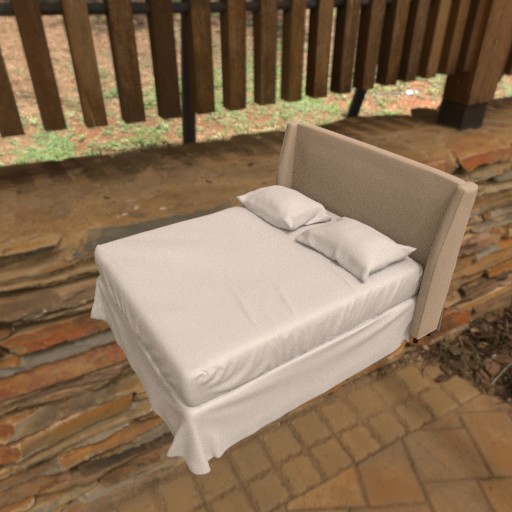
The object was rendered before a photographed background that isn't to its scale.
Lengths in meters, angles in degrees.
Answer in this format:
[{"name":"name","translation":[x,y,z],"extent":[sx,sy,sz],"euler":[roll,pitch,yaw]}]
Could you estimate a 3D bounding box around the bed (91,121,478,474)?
[{"name":"bed","translation":[0.000,0.000,3.372],"extent":[2.276,1.332,1.925],"euler":[-20,37,-28]}]
